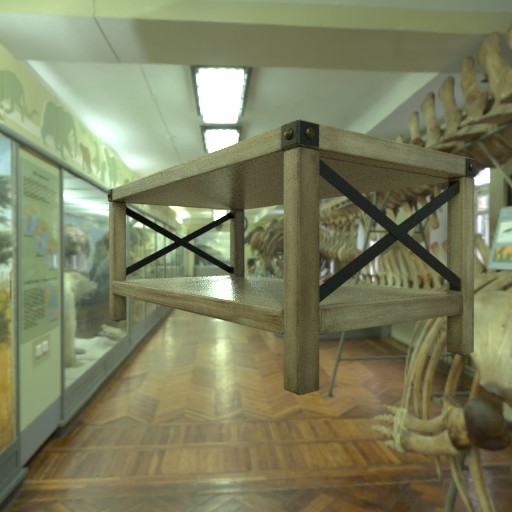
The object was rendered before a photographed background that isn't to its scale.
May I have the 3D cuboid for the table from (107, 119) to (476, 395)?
[{"bbox_3d":[0.000,0.000,1.281,0.559,0.456,1.016,0,1,-35],"label":"table"}]
